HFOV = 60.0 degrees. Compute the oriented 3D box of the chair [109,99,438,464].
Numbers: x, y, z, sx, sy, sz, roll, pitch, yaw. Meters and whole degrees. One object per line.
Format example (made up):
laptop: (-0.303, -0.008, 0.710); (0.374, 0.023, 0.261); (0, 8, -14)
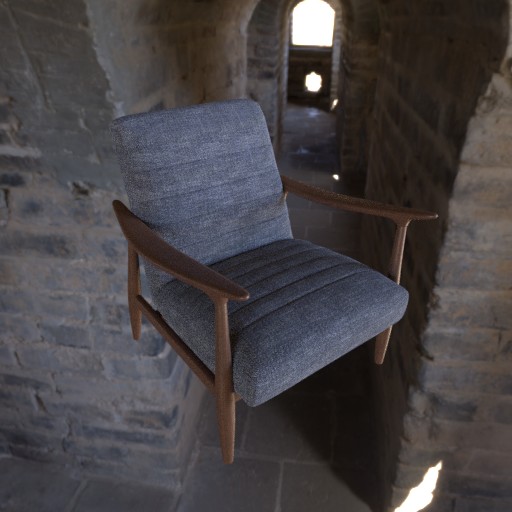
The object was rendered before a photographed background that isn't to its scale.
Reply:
chair: (0.000, 0.000, 1.424); (0.741, 0.832, 0.798); (-20, 35, -32)
